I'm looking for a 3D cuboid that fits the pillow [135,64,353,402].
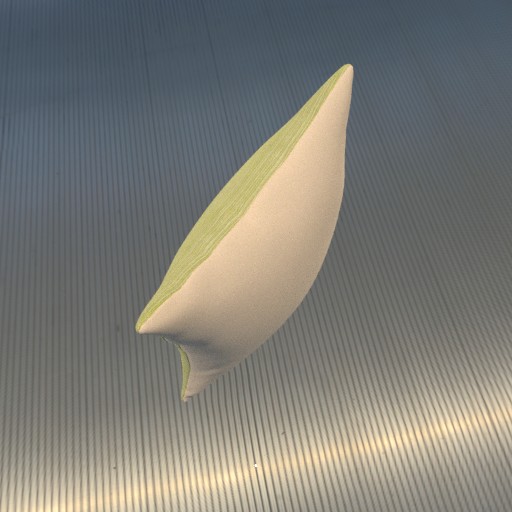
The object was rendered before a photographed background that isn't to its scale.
[{"bbox_3d":[0.000,0.000,0.833,0.229,0.487,0.560,31,68,14],"label":"pillow"}]
